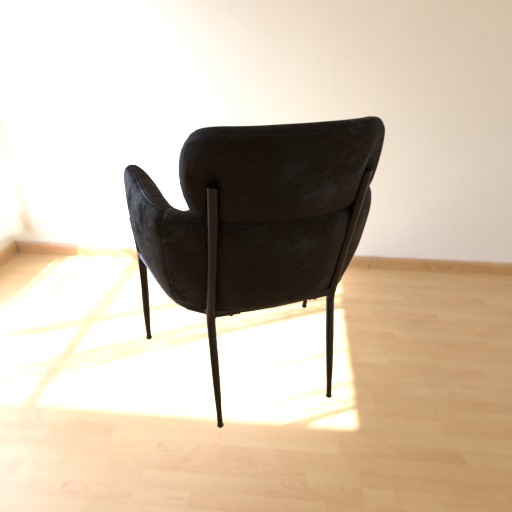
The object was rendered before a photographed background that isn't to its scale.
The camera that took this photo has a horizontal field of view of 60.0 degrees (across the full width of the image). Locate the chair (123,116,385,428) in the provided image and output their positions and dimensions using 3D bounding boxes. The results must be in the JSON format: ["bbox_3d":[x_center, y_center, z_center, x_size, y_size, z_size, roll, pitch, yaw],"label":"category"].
[{"bbox_3d":[0.000,0.000,1.235,0.640,0.818,0.604,-9,28,-17],"label":"chair"}]
